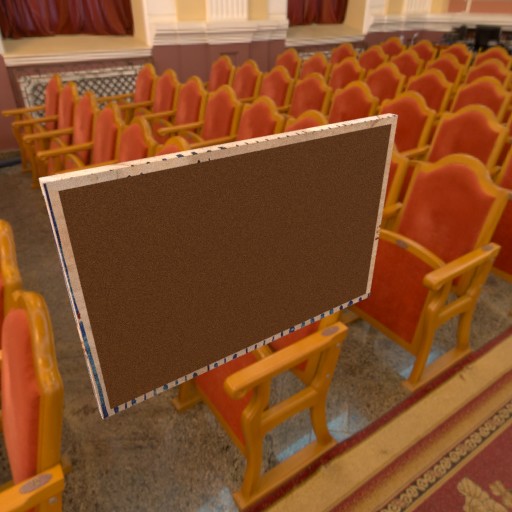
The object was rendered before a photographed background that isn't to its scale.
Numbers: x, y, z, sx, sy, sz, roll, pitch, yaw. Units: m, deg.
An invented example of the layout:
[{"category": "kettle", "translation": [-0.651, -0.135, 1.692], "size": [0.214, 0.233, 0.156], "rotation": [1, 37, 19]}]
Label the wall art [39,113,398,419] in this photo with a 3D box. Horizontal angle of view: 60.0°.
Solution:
[{"category": "wall art", "translation": [0.000, 0.000, 1.158], "size": [0.919, 0.609, 0.030], "rotation": [-19, 35, -29]}]
